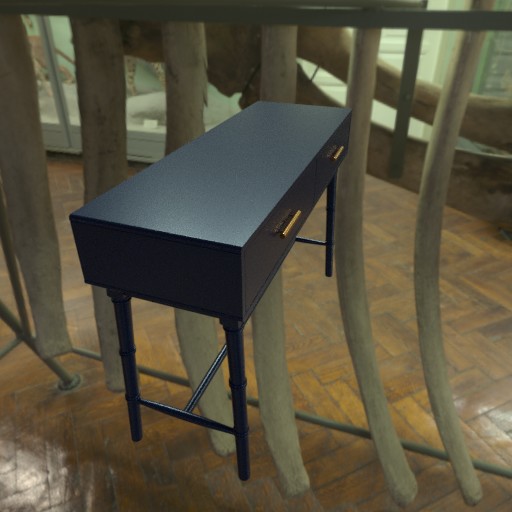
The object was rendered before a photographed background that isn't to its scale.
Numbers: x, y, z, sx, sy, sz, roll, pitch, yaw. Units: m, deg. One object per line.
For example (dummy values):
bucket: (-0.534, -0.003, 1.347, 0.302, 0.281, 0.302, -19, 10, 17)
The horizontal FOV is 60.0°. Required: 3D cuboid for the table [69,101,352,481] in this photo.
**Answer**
table: (0.000, 0.000, 1.482, 0.399, 0.749, 1.118, 11, 33, 17)
